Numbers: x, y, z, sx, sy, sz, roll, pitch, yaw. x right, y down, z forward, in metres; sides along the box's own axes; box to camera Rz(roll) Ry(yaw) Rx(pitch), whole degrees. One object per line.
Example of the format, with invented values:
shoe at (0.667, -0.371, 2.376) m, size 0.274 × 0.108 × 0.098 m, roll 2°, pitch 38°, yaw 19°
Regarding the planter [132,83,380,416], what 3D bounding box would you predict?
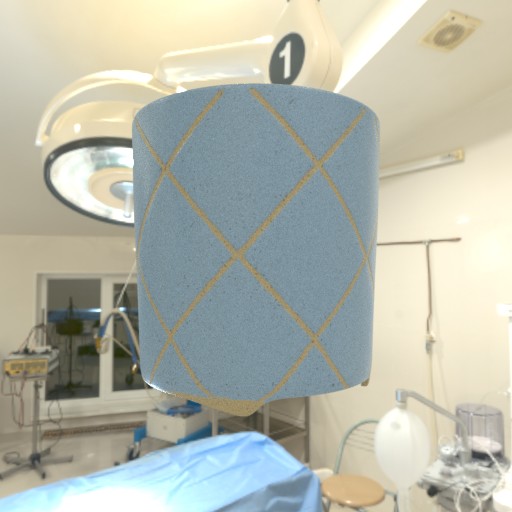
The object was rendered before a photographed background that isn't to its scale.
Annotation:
planter at (0.000, 0.000, 0.418) m, size 0.227 × 0.235 × 0.227 m, roll 0°, pitch -2°, yaw 0°
